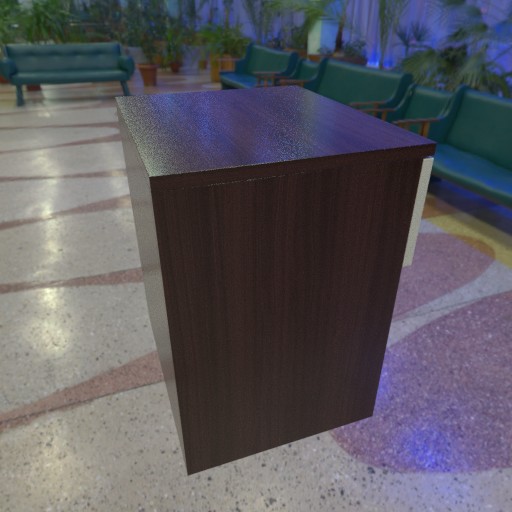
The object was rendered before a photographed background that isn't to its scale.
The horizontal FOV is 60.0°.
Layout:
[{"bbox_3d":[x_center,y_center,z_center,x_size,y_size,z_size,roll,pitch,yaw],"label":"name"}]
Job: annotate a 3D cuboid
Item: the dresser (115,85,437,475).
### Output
[{"bbox_3d":[0.000,0.000,0.755,0.360,0.470,0.400,-10,32,-17],"label":"dresser"}]
